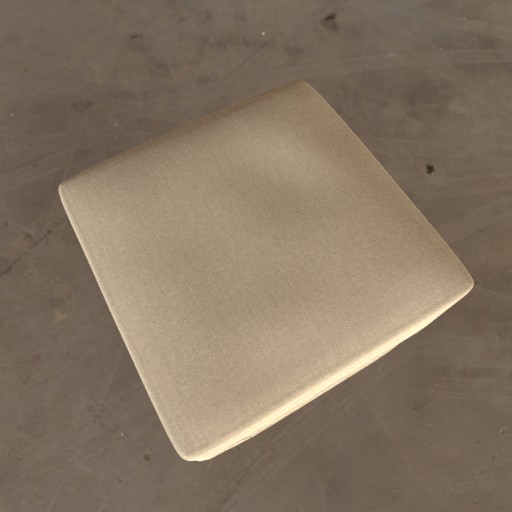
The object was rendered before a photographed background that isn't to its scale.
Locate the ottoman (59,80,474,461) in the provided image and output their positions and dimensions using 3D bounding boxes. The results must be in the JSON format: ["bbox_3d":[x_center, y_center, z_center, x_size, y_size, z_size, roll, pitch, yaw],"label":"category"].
[{"bbox_3d":[0.000,0.000,1.319,0.843,0.436,0.840,-27,68,-12],"label":"ottoman"}]
